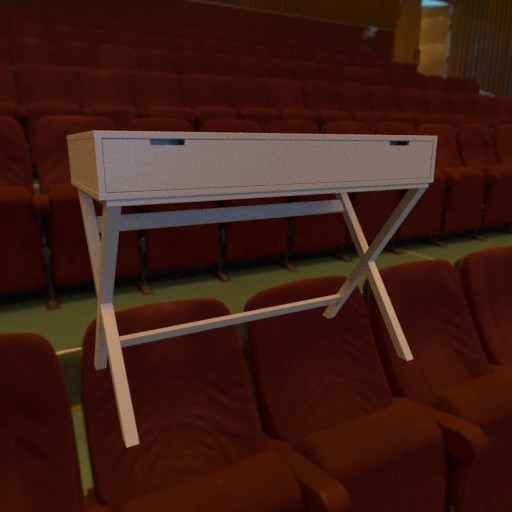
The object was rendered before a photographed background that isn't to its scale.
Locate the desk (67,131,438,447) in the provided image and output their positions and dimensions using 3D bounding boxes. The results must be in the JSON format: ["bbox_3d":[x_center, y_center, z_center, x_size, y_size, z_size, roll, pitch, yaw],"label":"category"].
[{"bbox_3d":[0.000,0.000,1.492,1.059,0.780,0.509,-7,16,-27],"label":"desk"}]
